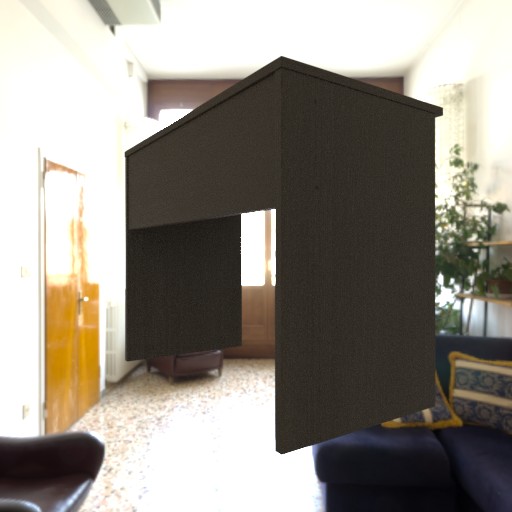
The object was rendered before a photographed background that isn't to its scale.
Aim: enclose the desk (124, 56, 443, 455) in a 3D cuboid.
[{"bbox_3d":[0.000,0.000,1.310,0.498,0.724,0.893,0,0,-34],"label":"desk"}]
